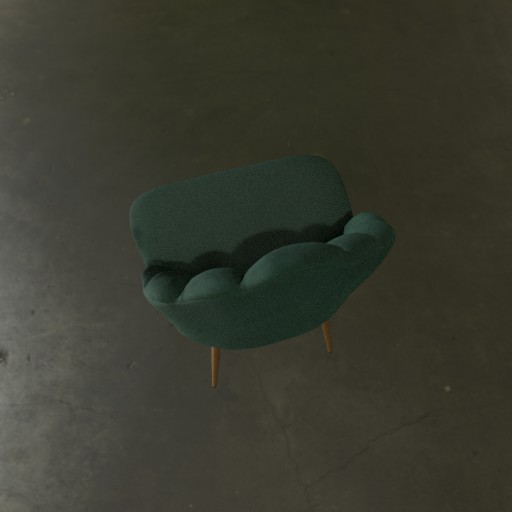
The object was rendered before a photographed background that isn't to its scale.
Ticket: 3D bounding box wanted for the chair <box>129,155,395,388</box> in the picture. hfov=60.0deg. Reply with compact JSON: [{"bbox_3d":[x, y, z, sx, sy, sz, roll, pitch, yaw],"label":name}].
[{"bbox_3d":[0.000,0.000,1.288,0.657,0.819,0.599,-14,59,-9],"label":"chair"}]
